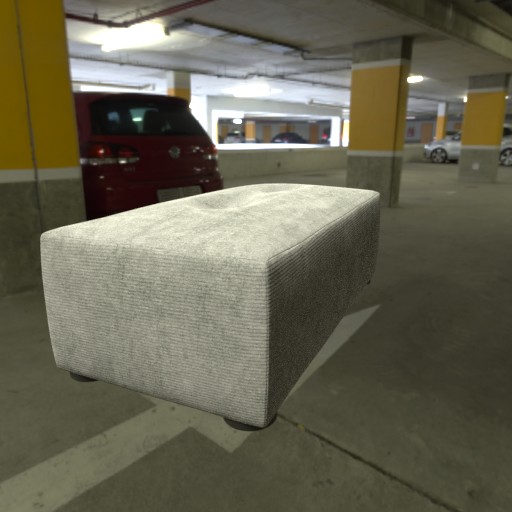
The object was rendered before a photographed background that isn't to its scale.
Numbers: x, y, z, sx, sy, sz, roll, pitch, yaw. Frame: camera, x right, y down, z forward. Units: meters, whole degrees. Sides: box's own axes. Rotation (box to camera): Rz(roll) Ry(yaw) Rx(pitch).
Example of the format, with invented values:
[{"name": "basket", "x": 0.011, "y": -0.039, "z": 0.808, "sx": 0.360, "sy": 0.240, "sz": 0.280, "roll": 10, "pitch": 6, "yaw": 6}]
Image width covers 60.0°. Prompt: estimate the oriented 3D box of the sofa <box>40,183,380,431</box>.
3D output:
[{"name": "sofa", "x": 0.000, "y": 0.000, "z": 1.150, "sx": 0.480, "sy": 0.330, "sz": 0.930, "roll": 7, "pitch": 16, "yaw": 24}]
